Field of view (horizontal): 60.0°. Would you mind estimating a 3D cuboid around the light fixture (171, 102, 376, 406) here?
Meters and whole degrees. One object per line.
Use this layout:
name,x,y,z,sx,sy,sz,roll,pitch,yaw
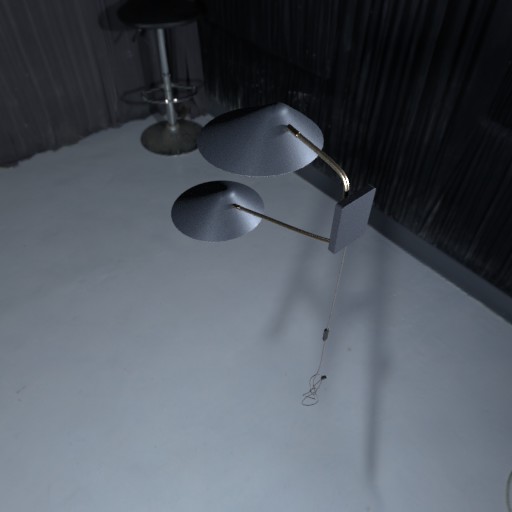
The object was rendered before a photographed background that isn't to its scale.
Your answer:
light fixture,0.000,0.000,0.857,0.189,0.665,0.422,-32,55,-26
